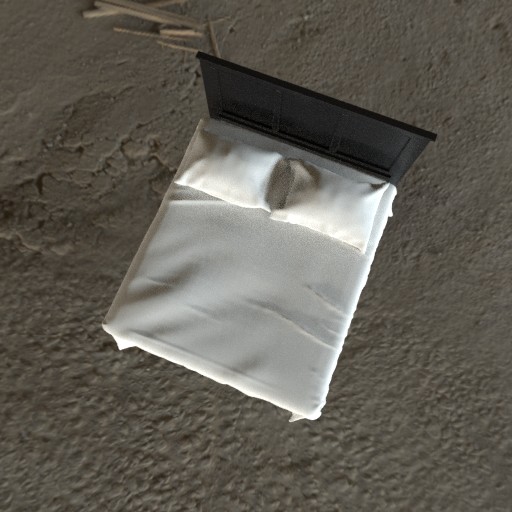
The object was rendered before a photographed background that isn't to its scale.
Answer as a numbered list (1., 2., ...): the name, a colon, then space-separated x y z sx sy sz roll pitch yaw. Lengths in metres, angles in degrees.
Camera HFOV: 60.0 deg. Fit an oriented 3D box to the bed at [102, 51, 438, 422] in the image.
1. bed: 0.000 0.000 3.253 1.870 1.270 2.050 21 77 5
